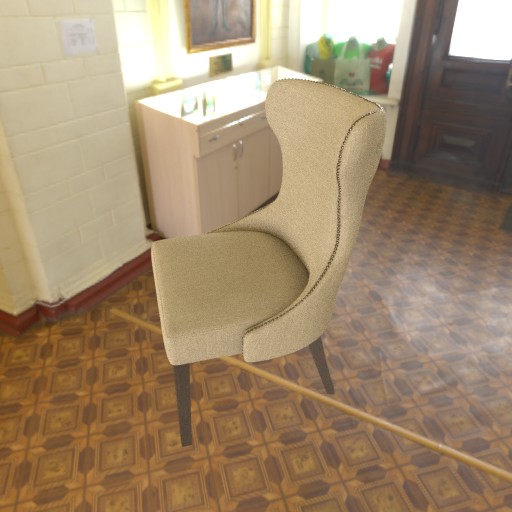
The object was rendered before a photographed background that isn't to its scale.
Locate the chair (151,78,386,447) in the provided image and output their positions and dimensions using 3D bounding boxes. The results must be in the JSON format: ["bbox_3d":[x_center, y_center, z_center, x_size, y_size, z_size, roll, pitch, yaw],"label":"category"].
[{"bbox_3d":[0.000,0.000,1.396,0.635,0.967,0.628,-8,31,-13],"label":"chair"}]
